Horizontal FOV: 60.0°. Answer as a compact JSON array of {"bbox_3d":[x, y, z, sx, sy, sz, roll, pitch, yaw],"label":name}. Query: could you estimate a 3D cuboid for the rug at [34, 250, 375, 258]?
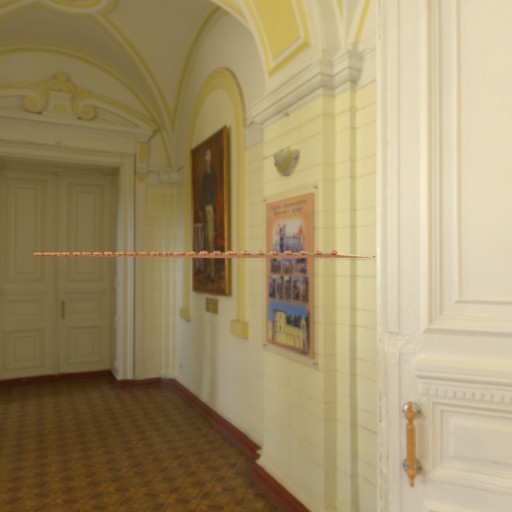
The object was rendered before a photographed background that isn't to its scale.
[{"bbox_3d":[0.000,0.000,2.593,1.232,0.017,2.092,0,-1,18],"label":"rug"}]
